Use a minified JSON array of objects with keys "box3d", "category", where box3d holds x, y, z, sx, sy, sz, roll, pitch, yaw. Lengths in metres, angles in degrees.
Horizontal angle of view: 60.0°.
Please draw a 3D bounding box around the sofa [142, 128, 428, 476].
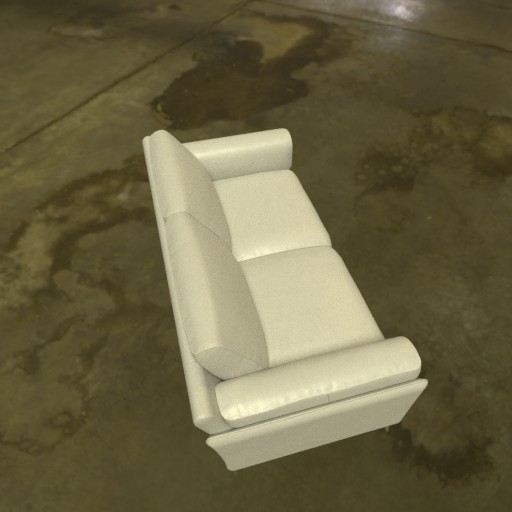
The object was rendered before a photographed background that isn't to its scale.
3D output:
[{"box3d":[0.000,0.000,2.631,1.049,0.930,2.101,-12,49,-10],"category":"sofa"}]
